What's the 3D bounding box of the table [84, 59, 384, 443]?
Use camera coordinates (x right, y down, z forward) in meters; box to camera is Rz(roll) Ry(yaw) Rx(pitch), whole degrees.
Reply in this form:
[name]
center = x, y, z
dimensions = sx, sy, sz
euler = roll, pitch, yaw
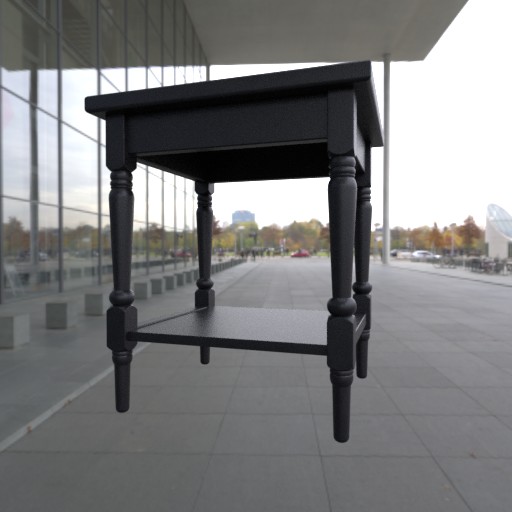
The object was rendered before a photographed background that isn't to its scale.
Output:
[table]
center = 0.000, 0.000, 0.912
dimensions = 0.488, 0.565, 0.442
euler = 0, 1, 18
